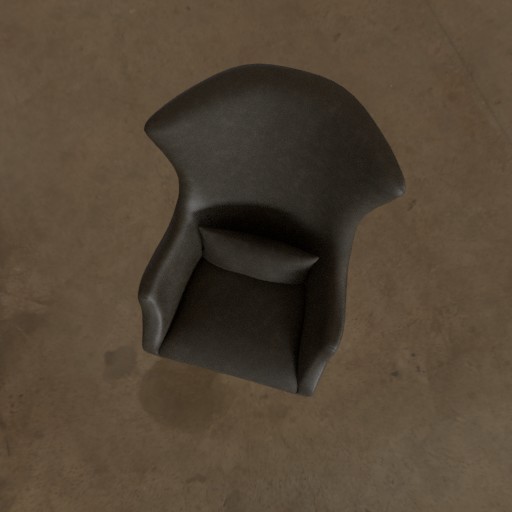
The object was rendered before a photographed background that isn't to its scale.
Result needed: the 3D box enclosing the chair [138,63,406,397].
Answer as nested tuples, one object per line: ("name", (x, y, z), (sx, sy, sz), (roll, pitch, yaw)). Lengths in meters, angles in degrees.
("chair", (0.000, 0.000, 1.760), (0.819, 1.068, 0.954), (14, 76, 4))
